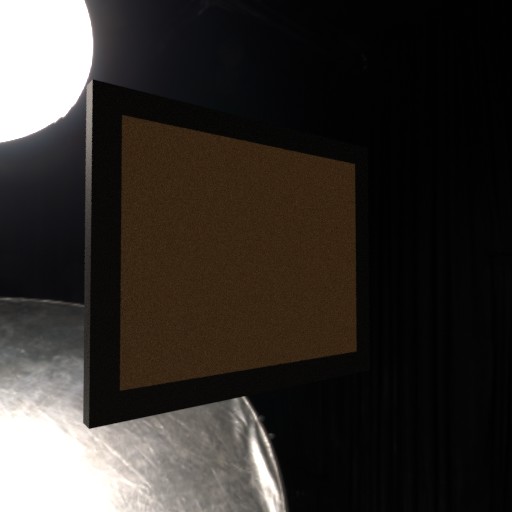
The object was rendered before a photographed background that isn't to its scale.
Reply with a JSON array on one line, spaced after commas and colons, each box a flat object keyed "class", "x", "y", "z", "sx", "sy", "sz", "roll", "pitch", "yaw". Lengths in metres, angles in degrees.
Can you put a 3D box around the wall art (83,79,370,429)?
[{"class": "wall art", "x": 0.000, "y": 0.000, "z": 0.759, "sx": 0.561, "sy": 0.460, "sz": 0.028, "roll": 1, "pitch": -2, "yaw": -37}]
